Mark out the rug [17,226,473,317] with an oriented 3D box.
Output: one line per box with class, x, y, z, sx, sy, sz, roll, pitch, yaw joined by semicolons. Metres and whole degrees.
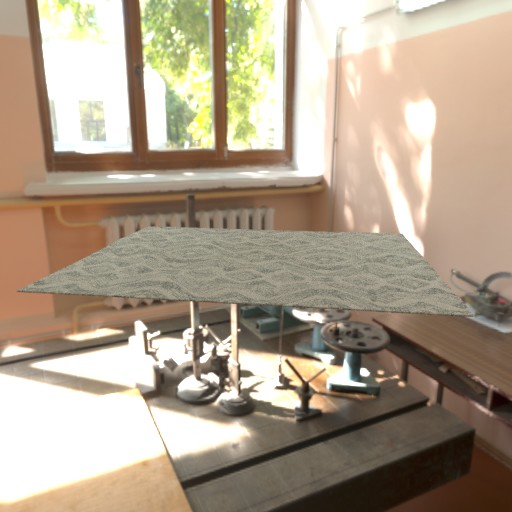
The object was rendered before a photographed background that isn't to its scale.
rug;0.000;0.000;4.060;3.054;0.030;2.430;2;15;8
